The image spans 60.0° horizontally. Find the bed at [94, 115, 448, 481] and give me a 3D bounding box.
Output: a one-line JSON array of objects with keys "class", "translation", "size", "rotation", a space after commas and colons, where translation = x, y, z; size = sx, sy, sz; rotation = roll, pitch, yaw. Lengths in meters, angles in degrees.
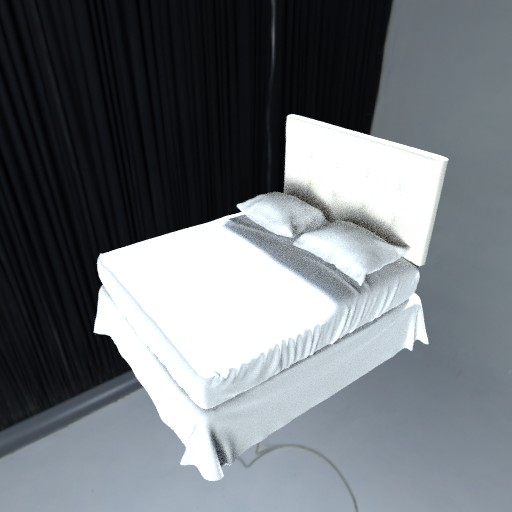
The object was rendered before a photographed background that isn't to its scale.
[{"class": "bed", "translation": [0.000, 0.000, 3.408], "size": [2.222, 1.577, 1.936], "rotation": [-20, 36, -31]}]
